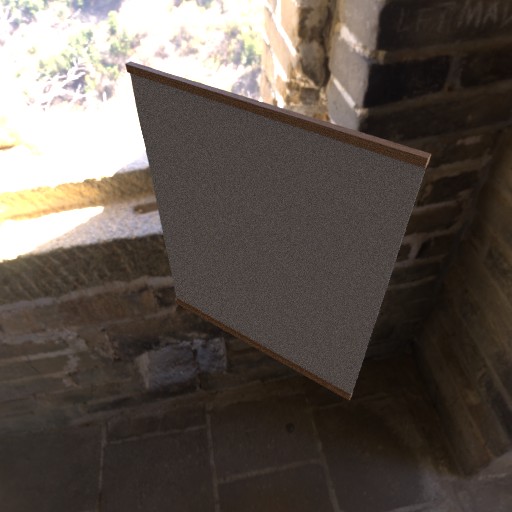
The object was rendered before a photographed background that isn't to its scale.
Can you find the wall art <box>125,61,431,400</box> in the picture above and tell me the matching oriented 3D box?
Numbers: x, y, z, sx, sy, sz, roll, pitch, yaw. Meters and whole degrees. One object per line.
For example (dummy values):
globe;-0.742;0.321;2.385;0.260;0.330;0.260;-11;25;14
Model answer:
wall art;0.000;0.000;0.690;0.404;0.507;0.010;25;51;22
